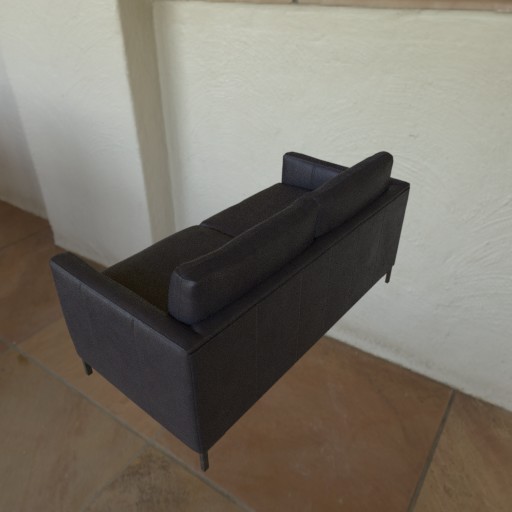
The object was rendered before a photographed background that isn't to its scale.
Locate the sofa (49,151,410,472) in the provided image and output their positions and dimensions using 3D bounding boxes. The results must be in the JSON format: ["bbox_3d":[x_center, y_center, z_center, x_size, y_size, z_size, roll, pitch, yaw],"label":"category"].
[{"bbox_3d":[0.000,0.000,2.330,0.947,0.883,1.805,22,38,31],"label":"sofa"}]
